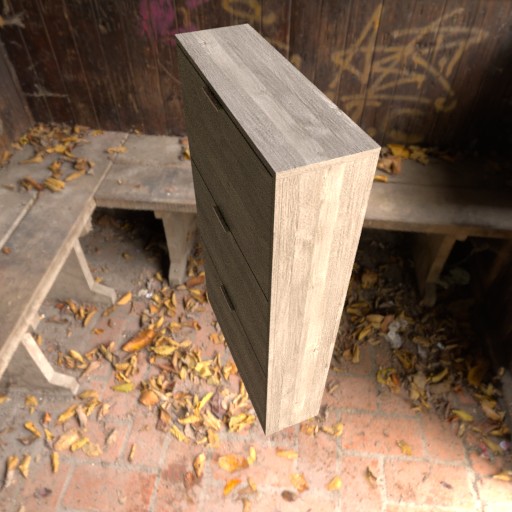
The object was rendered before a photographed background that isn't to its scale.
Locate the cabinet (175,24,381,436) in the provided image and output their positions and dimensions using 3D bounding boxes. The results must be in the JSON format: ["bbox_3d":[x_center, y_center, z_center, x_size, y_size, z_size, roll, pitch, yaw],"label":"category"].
[{"bbox_3d":[0.000,0.000,1.579,0.250,1.280,0.750,-16,49,-15],"label":"cabinet"}]
